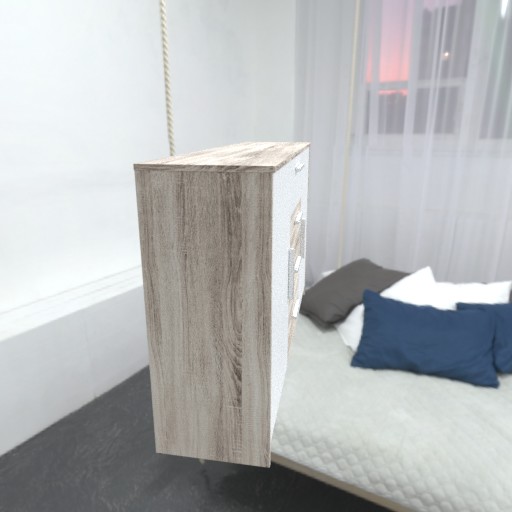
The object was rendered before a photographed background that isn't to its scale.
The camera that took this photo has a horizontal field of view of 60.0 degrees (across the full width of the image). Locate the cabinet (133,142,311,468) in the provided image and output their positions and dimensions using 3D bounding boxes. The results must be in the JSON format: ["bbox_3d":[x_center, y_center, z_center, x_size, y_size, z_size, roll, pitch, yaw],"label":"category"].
[{"bbox_3d":[0.000,0.000,1.919,0.380,0.900,1.450,3,17,10],"label":"cabinet"}]
